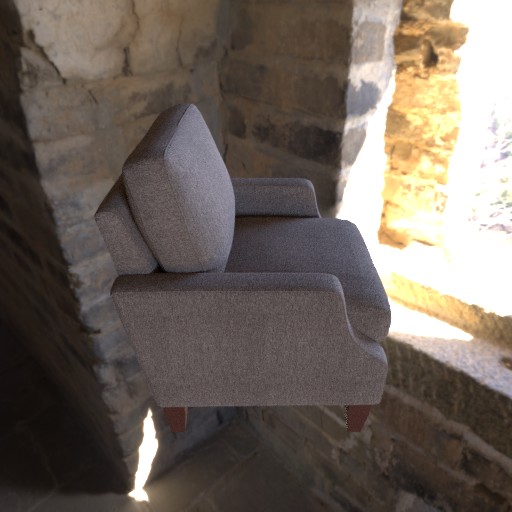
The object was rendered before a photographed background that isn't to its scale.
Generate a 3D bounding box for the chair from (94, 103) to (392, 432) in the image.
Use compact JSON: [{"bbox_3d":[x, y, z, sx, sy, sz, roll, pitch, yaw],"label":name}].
[{"bbox_3d":[0.000,0.000,1.656,0.897,0.993,0.855,0,32,0],"label":"chair"}]
